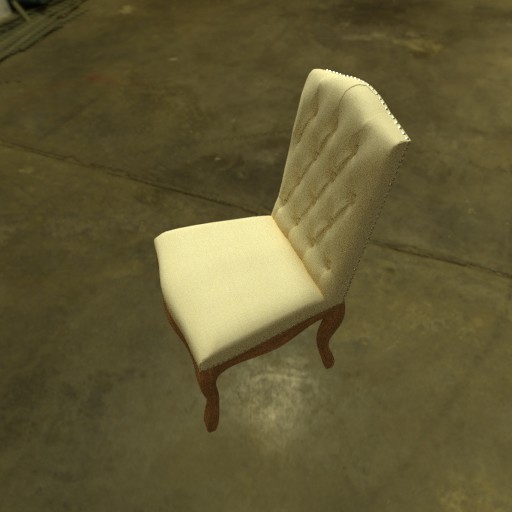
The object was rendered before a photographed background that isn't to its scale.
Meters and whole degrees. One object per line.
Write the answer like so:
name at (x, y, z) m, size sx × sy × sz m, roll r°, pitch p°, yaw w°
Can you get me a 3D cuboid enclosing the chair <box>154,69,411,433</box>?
chair at (0.000, 0.000, 1.597) m, size 0.715 × 1.165 × 0.623 m, roll -17°, pitch 49°, yaw -15°
